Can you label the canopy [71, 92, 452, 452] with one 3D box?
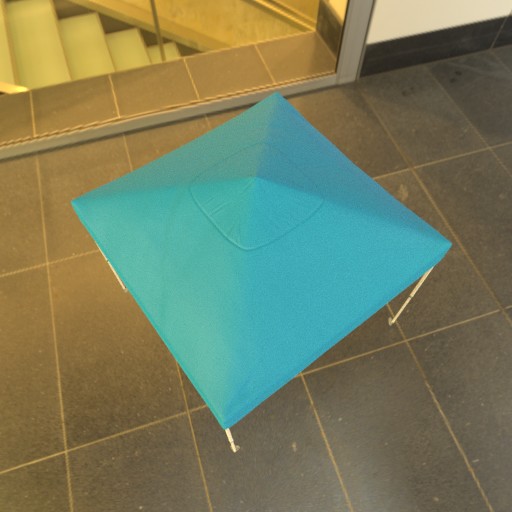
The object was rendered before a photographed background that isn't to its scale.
[{"bbox_3d":[0.000,0.000,5.470,2.998,2.997,2.996,-34,66,-18],"label":"canopy"}]
